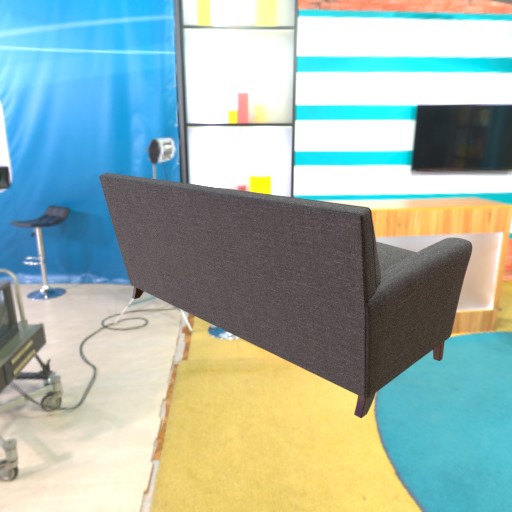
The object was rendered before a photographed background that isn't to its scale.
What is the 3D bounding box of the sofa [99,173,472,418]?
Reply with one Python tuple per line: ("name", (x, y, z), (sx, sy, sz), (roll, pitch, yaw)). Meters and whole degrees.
("sofa", (0.000, 0.000, 2.465), (0.875, 0.846, 1.976), (-14, 21, -41))
